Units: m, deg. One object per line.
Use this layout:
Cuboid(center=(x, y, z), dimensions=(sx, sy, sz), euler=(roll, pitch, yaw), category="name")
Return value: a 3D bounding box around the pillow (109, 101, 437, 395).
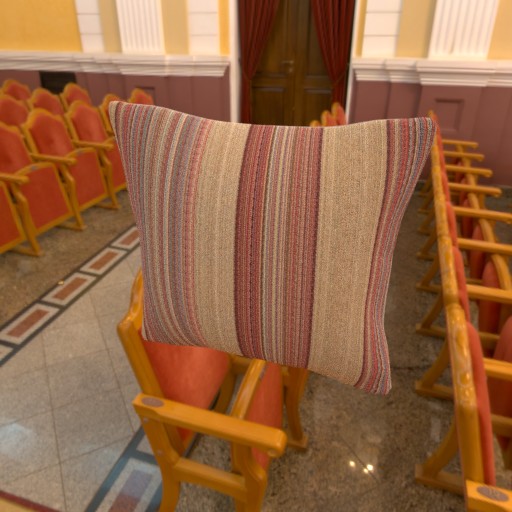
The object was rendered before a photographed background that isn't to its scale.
Cuboid(center=(0.000, 0.000, 0.651), dimensions=(0.437, 0.419, 0.136), euler=(9, 29, 16), category="pillow")
